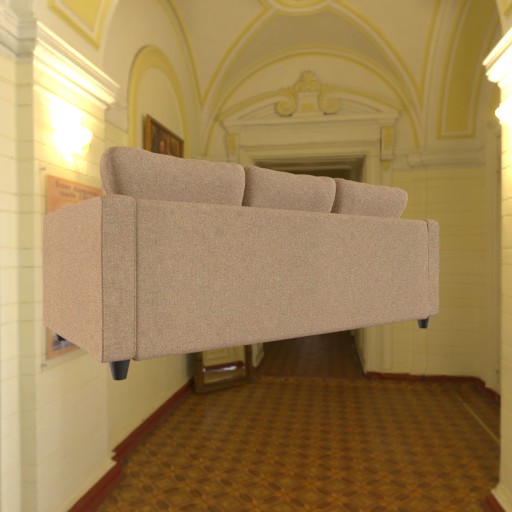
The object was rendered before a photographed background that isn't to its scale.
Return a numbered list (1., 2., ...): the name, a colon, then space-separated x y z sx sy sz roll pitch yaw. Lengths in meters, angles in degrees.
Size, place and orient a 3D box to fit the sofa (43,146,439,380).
1. sofa: 0.000 0.000 2.284 1.855 0.800 0.930 0 0 -36
